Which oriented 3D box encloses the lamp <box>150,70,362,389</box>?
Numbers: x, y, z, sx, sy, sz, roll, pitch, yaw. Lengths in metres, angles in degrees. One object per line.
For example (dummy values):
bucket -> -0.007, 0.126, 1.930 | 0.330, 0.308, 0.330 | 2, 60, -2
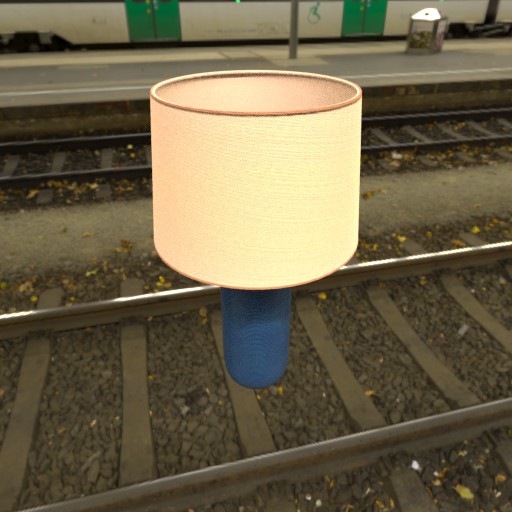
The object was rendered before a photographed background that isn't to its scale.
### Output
lamp -> 0.000, 0.000, 0.840 | 0.367, 0.609, 0.367 | 0, 31, 0
